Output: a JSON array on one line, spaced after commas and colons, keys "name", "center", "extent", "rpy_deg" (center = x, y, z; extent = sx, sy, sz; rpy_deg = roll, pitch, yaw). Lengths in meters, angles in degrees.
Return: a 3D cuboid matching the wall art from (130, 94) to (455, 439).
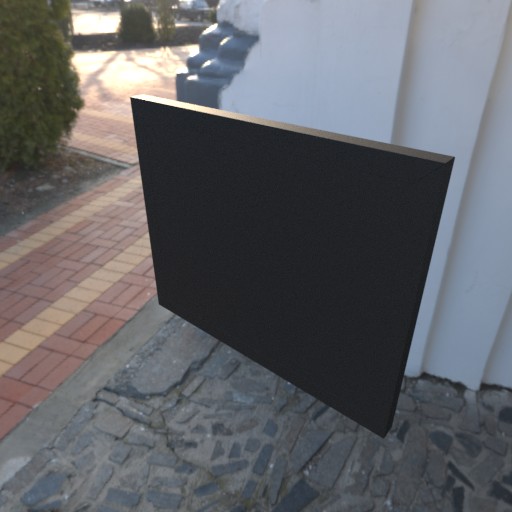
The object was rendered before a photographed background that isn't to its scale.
[{"name": "wall art", "center": [0.000, 0.000, 0.757], "extent": [0.558, 0.457, 0.029], "rpy_deg": [23, 38, 33]}]
